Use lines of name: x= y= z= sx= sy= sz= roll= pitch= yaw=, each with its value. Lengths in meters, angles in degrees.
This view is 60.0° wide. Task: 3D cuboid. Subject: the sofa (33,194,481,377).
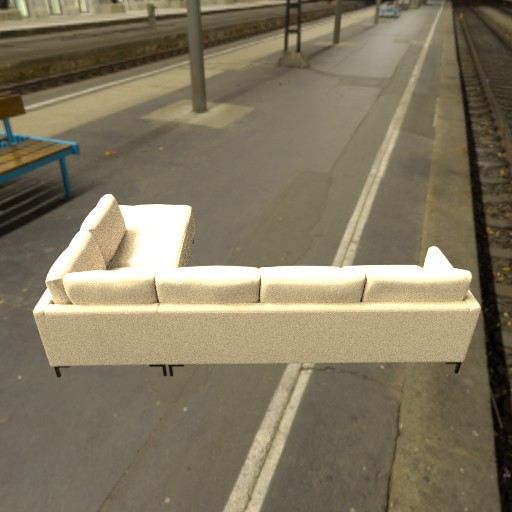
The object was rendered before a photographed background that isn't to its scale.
sofa: x=0.000 y=0.000 z=3.794 sx=2.949 sy=0.815 sz=2.007 roll=0 pitch=31 yaw=-1
